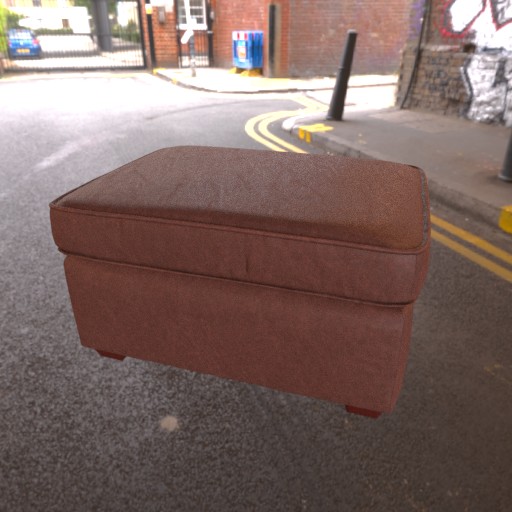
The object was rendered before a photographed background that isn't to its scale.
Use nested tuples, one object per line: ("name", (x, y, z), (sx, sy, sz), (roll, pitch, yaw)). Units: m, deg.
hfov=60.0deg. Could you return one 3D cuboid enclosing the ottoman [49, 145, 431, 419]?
("ottoman", (0.000, 0.000, 1.084), (0.749, 0.449, 0.548), (8, 28, 16))
